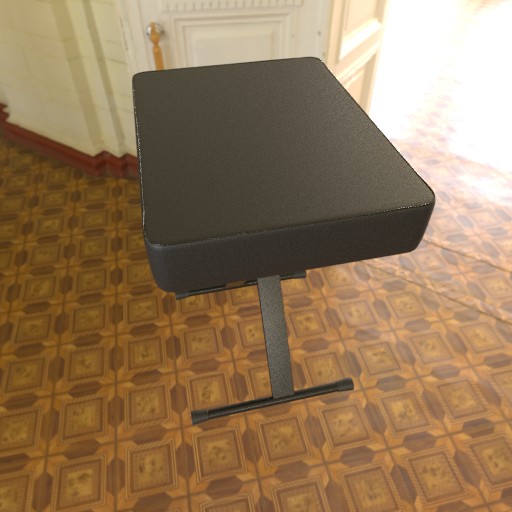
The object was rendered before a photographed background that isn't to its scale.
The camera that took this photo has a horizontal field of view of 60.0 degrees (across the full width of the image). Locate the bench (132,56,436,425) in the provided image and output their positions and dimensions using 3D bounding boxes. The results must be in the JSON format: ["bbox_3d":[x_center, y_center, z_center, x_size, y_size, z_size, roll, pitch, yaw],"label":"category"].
[{"bbox_3d":[0.000,0.000,0.774,0.321,0.500,0.424,-9,46,-9],"label":"bench"}]
